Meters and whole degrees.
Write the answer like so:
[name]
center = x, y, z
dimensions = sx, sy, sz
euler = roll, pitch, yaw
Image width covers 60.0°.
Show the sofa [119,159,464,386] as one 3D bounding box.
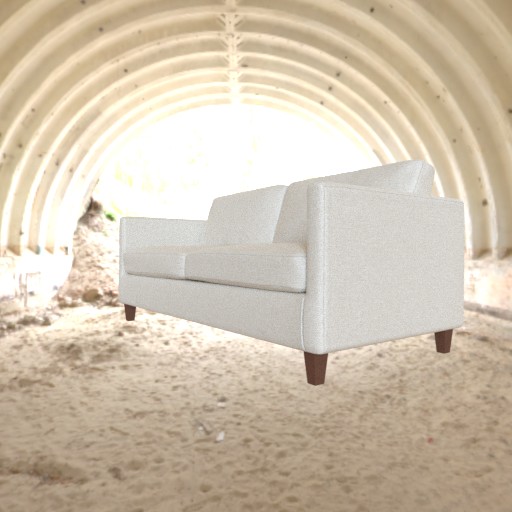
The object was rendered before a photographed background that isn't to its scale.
[sofa]
center = 0.000, 0.000, 2.539
dimensions = 0.965, 0.889, 1.981
euler = 0, 1, -37
